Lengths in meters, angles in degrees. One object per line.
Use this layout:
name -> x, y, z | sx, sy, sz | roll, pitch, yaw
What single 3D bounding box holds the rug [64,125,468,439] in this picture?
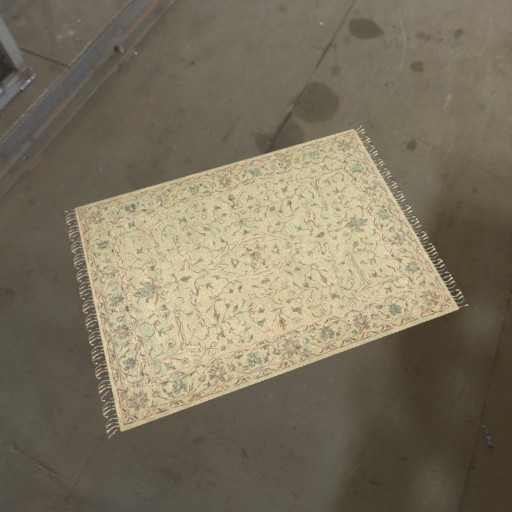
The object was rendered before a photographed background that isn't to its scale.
rug -> 0.000, 0.000, 2.309 | 1.802, 0.008, 1.247 | -18, 65, -8
